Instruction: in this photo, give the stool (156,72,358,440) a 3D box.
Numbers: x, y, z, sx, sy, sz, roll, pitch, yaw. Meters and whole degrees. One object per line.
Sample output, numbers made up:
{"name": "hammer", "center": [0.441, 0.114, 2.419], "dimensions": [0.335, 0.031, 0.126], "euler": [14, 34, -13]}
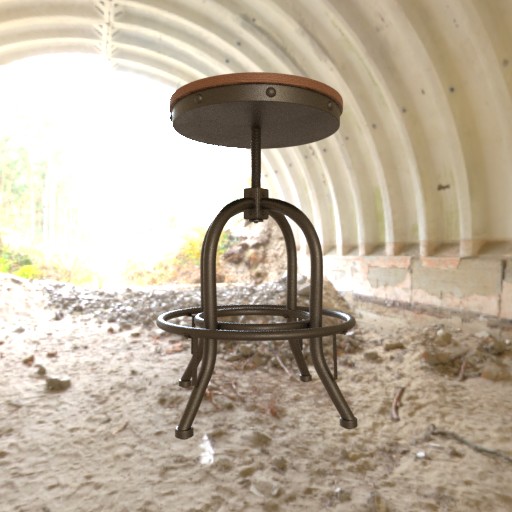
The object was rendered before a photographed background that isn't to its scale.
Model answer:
{"name": "stool", "center": [0.000, 0.000, 0.907], "dimensions": [0.439, 0.609, 0.439], "euler": [0, 0, 36]}
